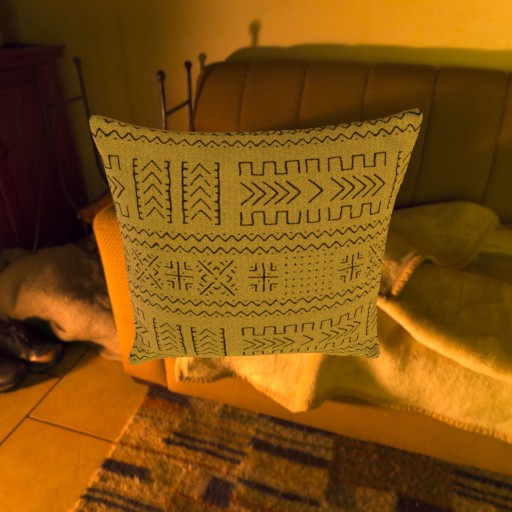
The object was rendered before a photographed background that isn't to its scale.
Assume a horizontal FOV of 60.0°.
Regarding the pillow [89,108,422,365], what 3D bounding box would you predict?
[{"bbox_3d":[0.000,0.000,0.674,0.438,0.430,0.164,-1,30,-2],"label":"pillow"}]
